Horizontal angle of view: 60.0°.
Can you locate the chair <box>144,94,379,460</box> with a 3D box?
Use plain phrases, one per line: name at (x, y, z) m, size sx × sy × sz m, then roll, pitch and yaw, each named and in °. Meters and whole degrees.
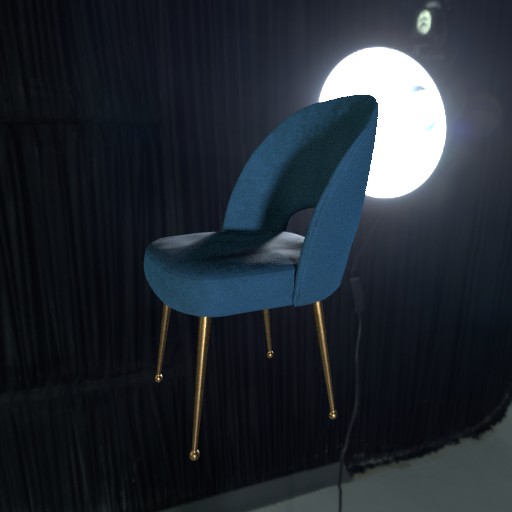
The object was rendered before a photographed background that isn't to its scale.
chair at (0.000, 0.000, 1.222) m, size 0.577 × 0.860 × 0.527 m, roll -6°, pitch 16°, yaw -24°
